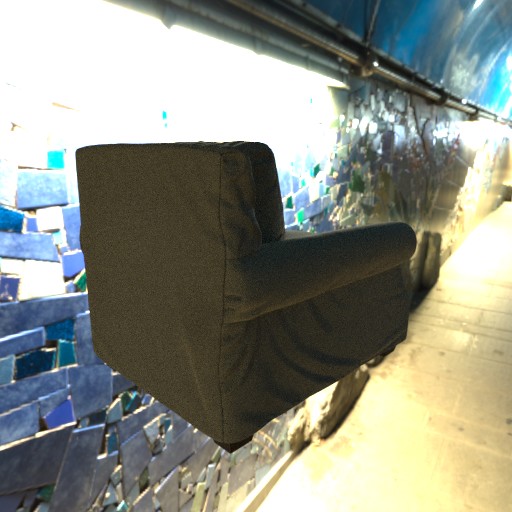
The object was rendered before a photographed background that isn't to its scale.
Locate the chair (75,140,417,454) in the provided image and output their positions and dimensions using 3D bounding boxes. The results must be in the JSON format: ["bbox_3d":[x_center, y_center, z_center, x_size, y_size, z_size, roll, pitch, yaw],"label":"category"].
[{"bbox_3d":[0.000,0.000,1.723,1.066,0.866,0.940,-13,19,-43],"label":"chair"}]
